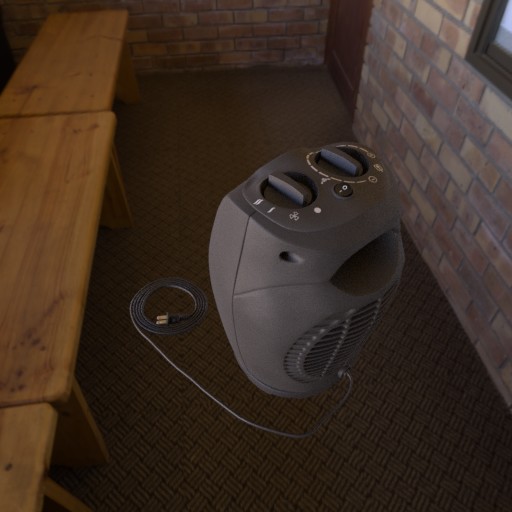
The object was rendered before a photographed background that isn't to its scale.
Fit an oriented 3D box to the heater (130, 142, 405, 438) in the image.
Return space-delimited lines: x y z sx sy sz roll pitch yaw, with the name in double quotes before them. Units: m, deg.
"heater" 0.000 0.000 0.473 0.239 0.255 0.291 -31 53 -27
